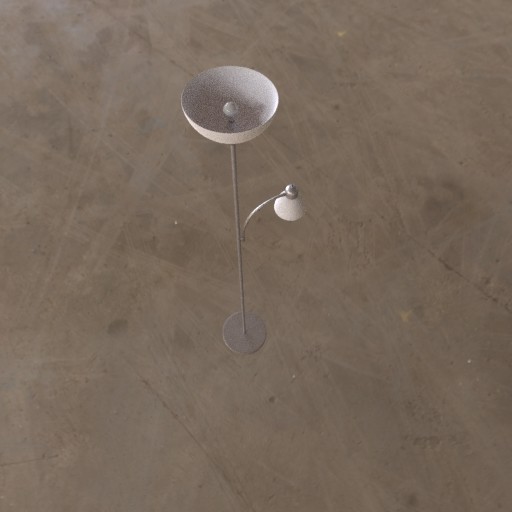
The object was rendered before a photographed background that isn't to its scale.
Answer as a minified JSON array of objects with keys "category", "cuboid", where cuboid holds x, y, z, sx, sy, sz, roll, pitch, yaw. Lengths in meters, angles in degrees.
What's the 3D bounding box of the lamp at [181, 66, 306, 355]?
[{"category":"lamp","cuboid":[0.000,0.000,2.000,0.425,1.804,0.279,-20,62,-11]}]
